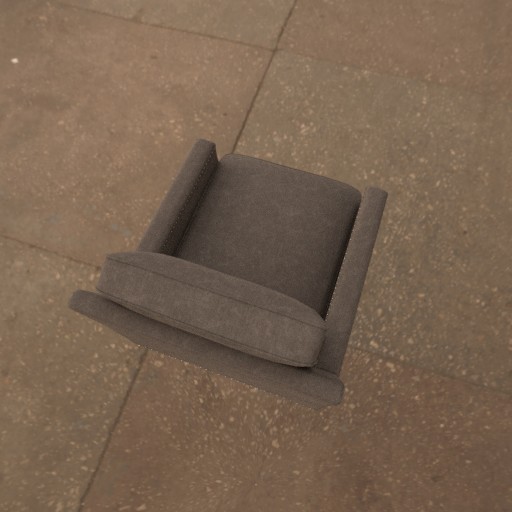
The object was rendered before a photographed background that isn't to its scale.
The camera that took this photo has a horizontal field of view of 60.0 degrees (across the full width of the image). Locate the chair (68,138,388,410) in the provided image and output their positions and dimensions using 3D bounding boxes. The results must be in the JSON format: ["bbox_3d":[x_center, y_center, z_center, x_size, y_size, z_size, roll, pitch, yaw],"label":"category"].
[{"bbox_3d":[0.000,0.000,1.759,0.853,0.948,1.014,18,64,9],"label":"chair"}]
